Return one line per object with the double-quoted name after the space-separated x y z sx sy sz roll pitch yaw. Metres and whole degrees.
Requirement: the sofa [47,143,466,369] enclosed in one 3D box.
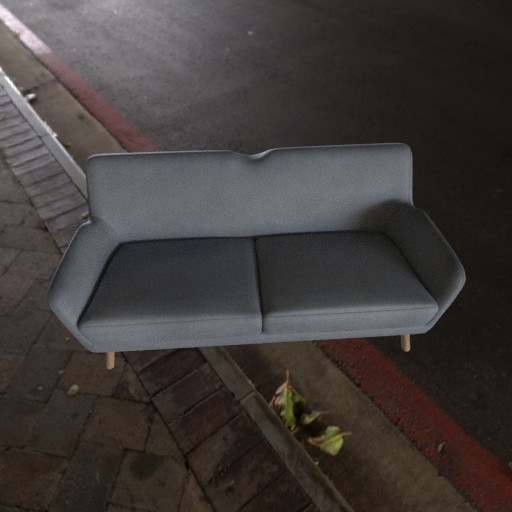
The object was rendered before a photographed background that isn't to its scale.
0.000 0.000 2.307 1.870 0.810 0.850 -3 45 -3 "sofa"
